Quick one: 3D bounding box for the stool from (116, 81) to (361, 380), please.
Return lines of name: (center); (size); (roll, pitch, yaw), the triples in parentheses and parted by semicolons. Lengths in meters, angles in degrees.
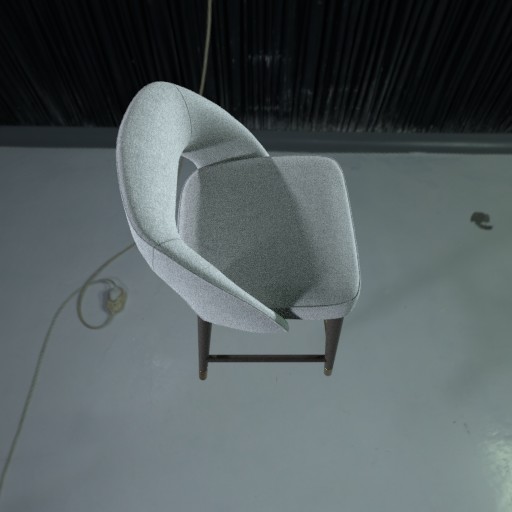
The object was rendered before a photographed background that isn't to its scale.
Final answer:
stool: (0.000, 0.000, 1.220); (0.509, 0.940, 0.494); (-2, 62, -1)
